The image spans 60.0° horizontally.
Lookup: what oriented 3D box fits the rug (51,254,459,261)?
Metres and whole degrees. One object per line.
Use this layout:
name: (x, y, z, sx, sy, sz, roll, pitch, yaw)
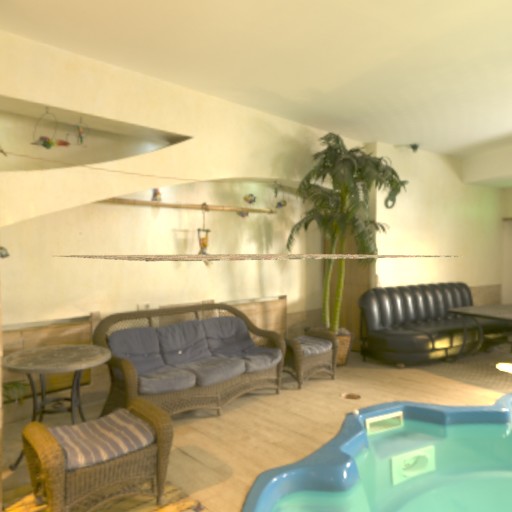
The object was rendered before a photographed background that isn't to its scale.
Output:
rug: (0.000, 0.000, 4.075, 3.048, 0.010, 2.438, -1, 1, -36)
